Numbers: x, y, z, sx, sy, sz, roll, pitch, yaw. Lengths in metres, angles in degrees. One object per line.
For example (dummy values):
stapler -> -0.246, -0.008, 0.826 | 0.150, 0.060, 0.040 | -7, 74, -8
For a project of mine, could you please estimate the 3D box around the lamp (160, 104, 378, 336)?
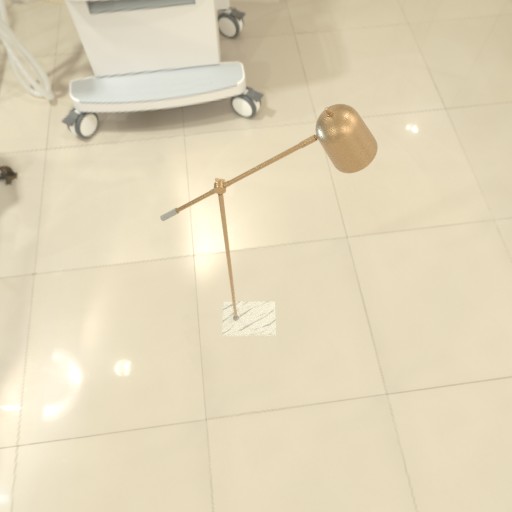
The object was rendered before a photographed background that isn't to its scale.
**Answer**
lamp -> 0.000, 0.000, 1.784 | 0.653, 1.594, 0.194 | -1, 63, 0
